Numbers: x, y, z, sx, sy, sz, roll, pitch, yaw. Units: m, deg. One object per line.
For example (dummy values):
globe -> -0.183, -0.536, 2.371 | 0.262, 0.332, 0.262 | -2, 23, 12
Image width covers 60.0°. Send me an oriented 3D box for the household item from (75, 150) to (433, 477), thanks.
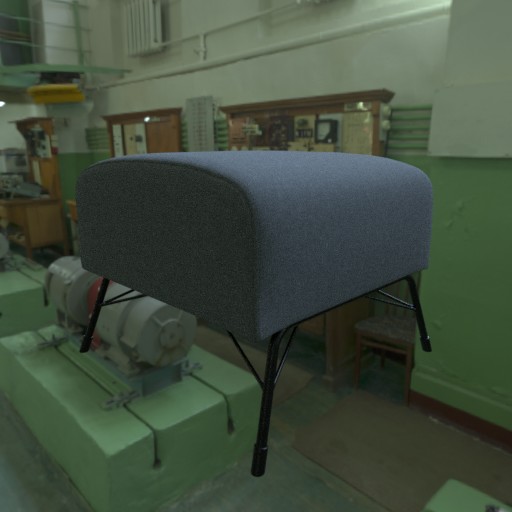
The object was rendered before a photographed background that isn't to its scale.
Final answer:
household item -> 0.000, 0.000, 0.886 | 0.530, 0.410, 0.530 | 13, 19, 43
